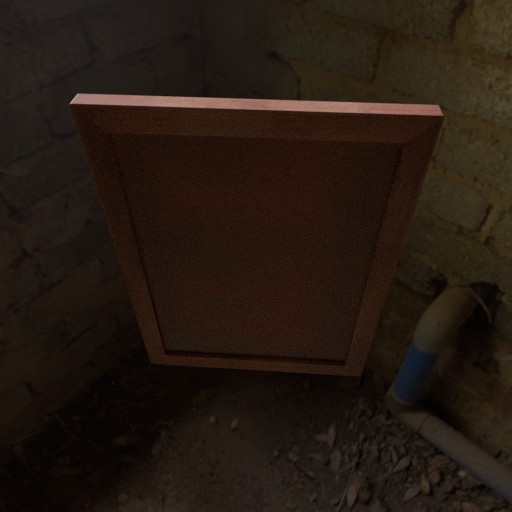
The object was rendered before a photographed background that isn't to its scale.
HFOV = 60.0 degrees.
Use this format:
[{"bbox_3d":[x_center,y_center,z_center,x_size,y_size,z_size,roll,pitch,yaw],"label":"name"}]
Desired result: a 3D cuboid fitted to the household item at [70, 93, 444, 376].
[{"bbox_3d":[0.000,0.000,0.532,0.310,0.407,0.067,3,45,3],"label":"household item"}]
